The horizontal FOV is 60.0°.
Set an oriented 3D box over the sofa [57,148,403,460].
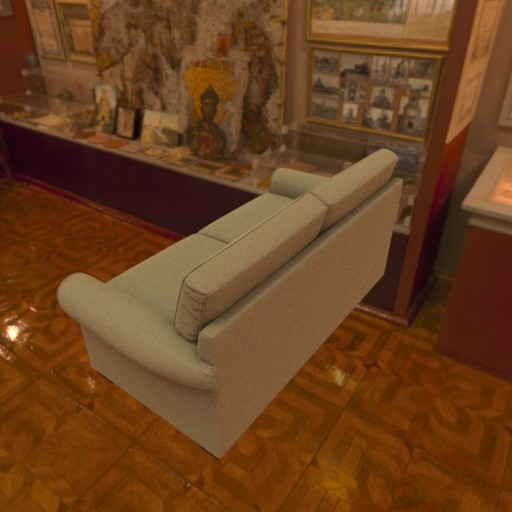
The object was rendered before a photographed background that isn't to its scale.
[{"bbox_3d":[0.000,0.000,2.474,0.940,0.952,1.930,22,38,30],"label":"sofa"}]
